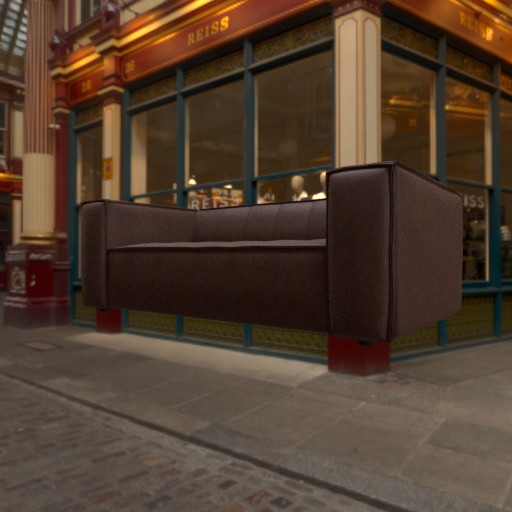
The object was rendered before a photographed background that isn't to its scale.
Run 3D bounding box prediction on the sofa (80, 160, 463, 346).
[{"bbox_3d":[0.000,0.000,2.616,2.088,0.703,1.102,0,0,37],"label":"sofa"}]
